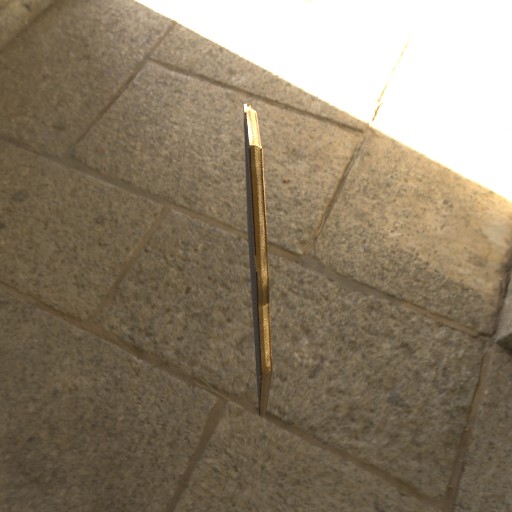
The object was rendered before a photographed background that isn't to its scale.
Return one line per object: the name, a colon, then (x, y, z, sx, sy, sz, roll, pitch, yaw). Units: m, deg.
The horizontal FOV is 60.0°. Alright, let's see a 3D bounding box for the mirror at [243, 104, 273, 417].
mirror: (0.000, 0.000, 0.858, 0.018, 0.635, 0.513, -3, 63, -2)
